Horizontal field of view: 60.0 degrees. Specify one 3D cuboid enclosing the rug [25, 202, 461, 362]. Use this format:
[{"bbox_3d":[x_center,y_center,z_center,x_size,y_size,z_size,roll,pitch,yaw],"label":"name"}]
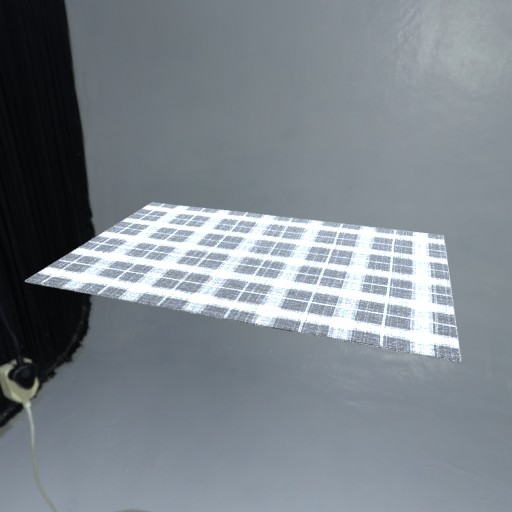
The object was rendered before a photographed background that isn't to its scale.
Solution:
[{"bbox_3d":[0.000,0.000,2.968,2.434,0.015,1.520,8,27,16],"label":"rug"}]
